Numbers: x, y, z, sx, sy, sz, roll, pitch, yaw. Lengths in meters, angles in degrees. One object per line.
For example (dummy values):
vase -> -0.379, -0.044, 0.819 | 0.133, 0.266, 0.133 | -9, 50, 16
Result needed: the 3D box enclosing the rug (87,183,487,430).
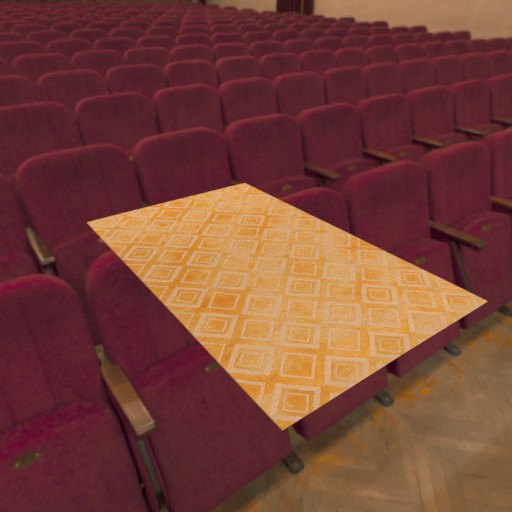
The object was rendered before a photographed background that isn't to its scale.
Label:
rug -> 0.000, 0.000, 3.002 | 1.511, 0.010, 2.424 | -20, 35, -31
